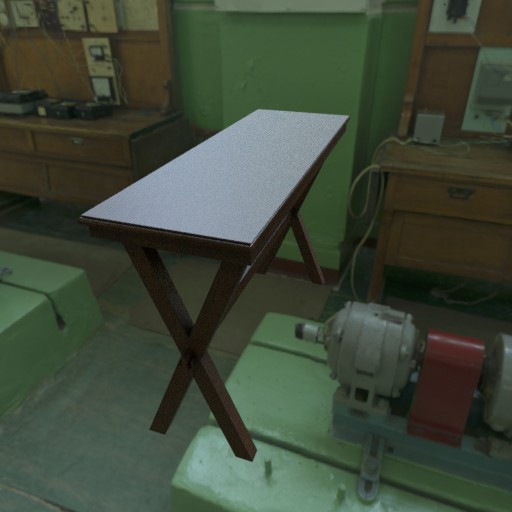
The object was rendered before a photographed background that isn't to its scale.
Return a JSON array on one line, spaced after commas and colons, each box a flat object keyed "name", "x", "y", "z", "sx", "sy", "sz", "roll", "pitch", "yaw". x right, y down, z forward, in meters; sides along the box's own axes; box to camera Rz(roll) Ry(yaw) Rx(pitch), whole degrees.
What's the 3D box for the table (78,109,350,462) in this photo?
[{"name": "table", "x": 0.000, "y": 0.000, "z": 1.578, "sx": 0.399, "sy": 0.763, "sz": 1.197, "roll": 10, "pitch": 31, "yaw": 17}]
